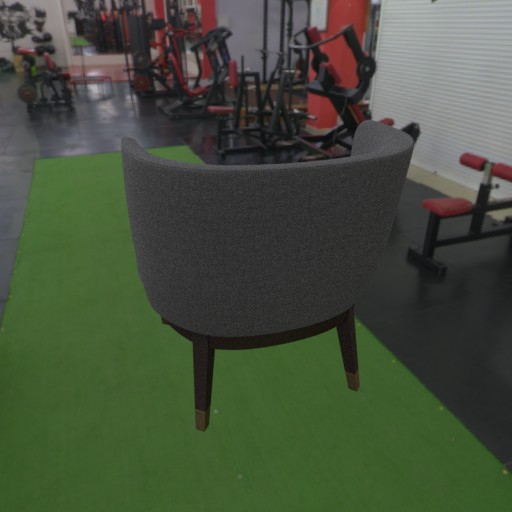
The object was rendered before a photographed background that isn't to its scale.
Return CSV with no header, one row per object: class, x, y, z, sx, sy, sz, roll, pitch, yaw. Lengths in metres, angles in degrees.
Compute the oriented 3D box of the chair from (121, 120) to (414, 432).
chair,0.000,0.000,1.214,0.639,0.695,0.698,-9,29,-16
